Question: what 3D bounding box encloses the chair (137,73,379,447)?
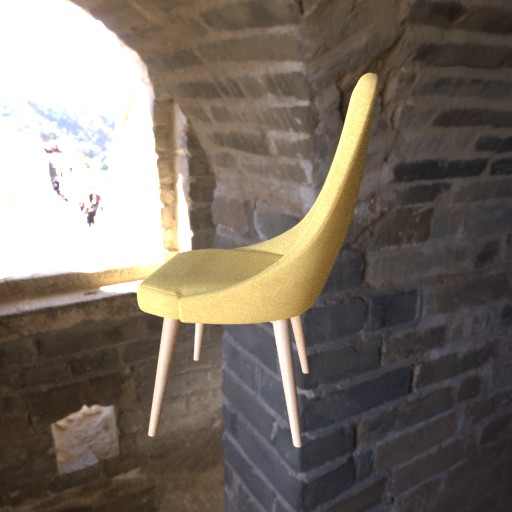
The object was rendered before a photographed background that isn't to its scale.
[{"bbox_3d":[0.000,0.000,1.392,0.660,1.040,0.510,3,16,9],"label":"chair"}]
